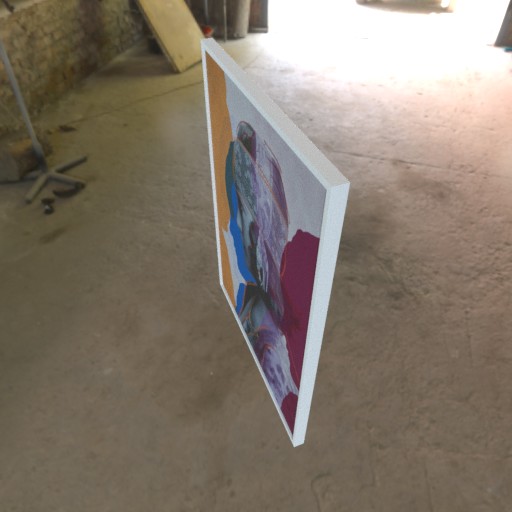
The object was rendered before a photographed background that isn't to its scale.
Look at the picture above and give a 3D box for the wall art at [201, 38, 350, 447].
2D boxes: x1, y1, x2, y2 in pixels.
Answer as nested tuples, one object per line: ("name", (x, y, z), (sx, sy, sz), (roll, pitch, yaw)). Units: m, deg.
("wall art", (0.000, 0.000, 1.391), (0.039, 1.050, 0.795), (-15, 46, -15))
